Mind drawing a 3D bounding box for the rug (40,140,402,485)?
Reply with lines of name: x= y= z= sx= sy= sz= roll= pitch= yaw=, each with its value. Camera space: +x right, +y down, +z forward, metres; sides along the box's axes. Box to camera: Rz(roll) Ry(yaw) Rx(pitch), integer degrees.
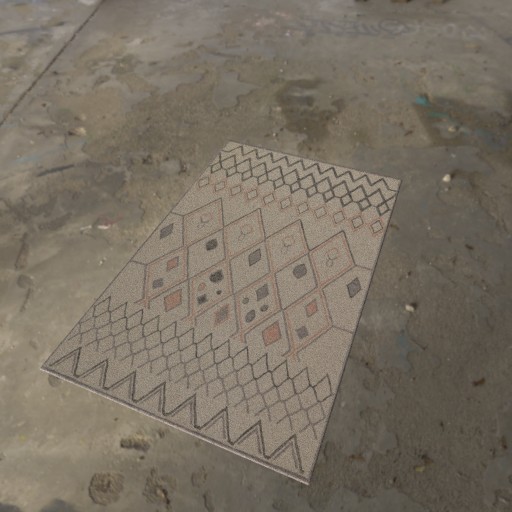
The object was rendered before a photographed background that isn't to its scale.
rug: x=0.000 y=0.000 z=2.963 sx=1.524 sy=0.015 sz=2.438 roll=17 pitch=49 yaw=15
